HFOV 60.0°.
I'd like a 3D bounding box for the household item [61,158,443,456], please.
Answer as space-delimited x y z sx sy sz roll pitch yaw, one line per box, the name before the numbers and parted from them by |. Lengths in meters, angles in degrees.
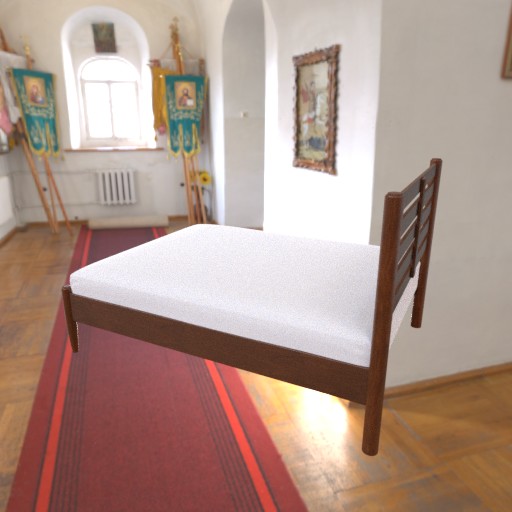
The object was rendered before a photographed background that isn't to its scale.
household item | 0.000 0.000 3.239 2.232 1.356 1.663 9 20 26
